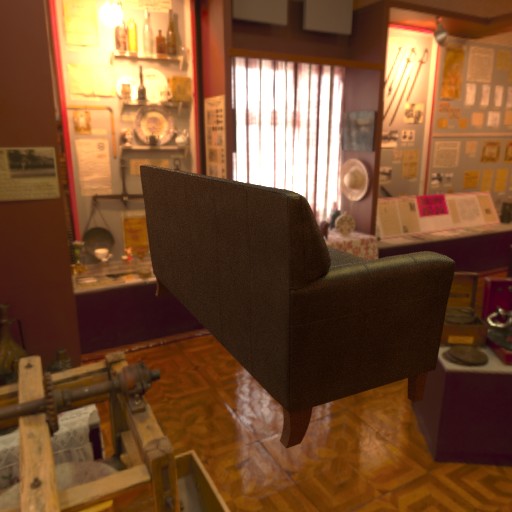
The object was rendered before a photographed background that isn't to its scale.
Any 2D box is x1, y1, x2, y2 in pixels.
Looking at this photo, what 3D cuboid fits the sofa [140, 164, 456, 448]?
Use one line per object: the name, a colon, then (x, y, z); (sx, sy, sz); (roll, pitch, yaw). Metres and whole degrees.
sofa: (0.000, 0.000, 2.498); (0.805, 0.947, 2.053); (-7, 16, -26)
